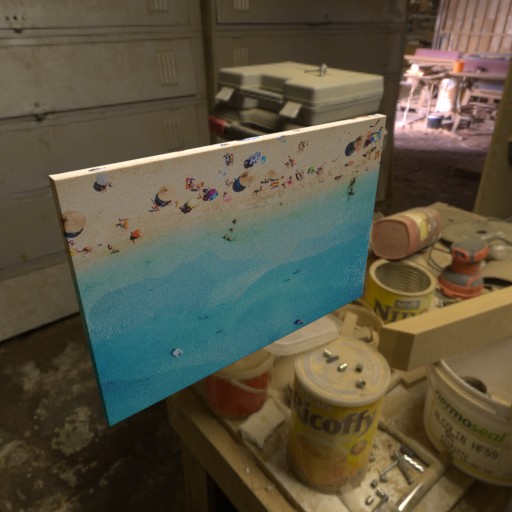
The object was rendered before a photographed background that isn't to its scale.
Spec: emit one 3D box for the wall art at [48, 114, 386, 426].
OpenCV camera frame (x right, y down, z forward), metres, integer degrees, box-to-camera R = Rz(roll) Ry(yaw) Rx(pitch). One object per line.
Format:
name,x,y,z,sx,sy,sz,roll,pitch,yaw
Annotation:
wall art,0.000,0.000,1.458,1.136,0.769,0.040,-20,35,-32
